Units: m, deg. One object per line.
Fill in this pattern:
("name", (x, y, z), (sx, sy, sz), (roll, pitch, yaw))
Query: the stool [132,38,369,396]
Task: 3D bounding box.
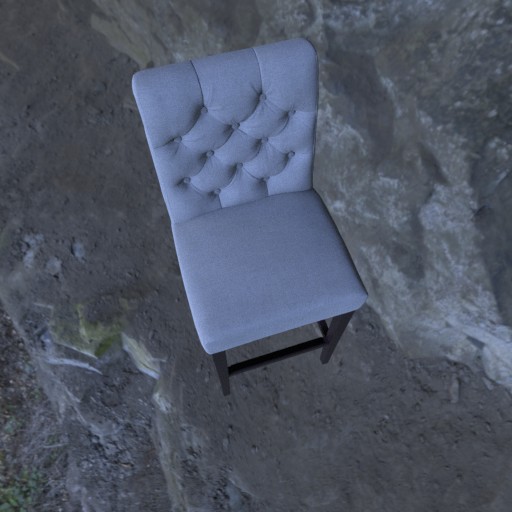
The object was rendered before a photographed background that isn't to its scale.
("stool", (0.000, 0.000, 1.461), (0.493, 1.140, 0.601), (-16, 63, -8))
